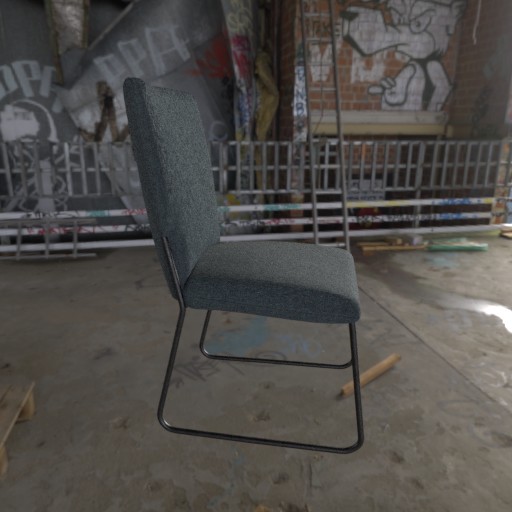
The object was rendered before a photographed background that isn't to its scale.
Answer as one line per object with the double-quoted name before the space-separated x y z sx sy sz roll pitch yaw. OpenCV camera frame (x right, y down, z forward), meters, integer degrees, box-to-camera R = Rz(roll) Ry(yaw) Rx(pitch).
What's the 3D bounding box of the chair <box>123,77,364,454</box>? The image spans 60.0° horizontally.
"chair" 0.000 0.000 1.277 0.635 0.931 0.480 3 16 9
